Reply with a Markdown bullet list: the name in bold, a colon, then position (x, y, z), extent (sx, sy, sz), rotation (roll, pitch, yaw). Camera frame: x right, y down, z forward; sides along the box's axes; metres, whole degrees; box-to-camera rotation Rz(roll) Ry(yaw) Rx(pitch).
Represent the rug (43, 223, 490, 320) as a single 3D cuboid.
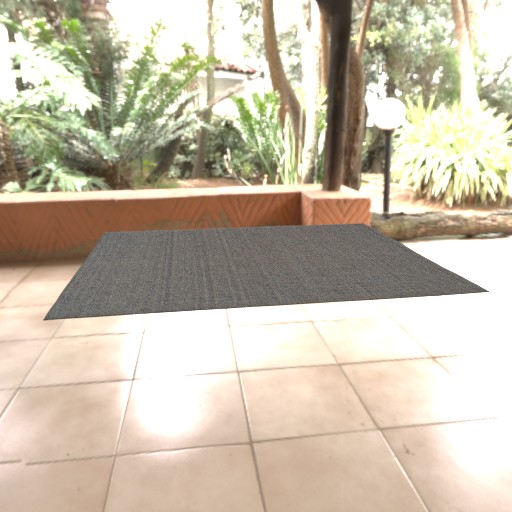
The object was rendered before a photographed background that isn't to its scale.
- **rug**: position (0.000, 0.000, 4.259), extent (3.200, 0.007, 2.443), rotation (-3, 17, -9)
